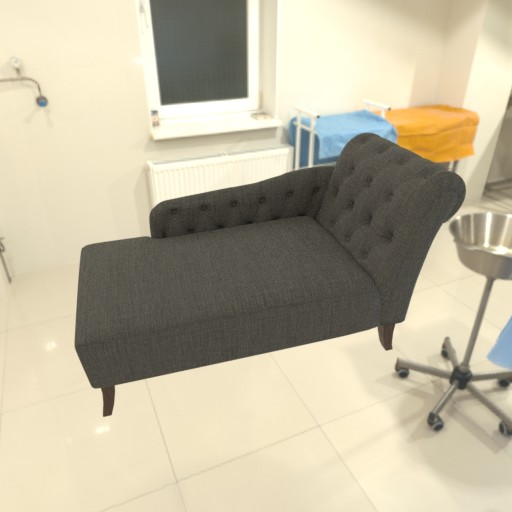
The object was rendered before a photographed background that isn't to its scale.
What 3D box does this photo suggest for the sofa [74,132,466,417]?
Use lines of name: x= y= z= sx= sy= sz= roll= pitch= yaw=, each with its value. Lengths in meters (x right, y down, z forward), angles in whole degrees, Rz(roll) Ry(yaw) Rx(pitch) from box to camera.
sofa: x=0.000 y=0.000 z=1.799 sx=1.379 sy=0.787 sz=0.675 roll=-9 pitch=31 yaw=-15
